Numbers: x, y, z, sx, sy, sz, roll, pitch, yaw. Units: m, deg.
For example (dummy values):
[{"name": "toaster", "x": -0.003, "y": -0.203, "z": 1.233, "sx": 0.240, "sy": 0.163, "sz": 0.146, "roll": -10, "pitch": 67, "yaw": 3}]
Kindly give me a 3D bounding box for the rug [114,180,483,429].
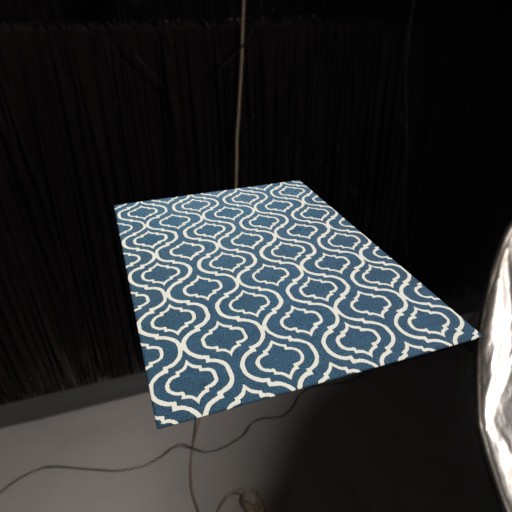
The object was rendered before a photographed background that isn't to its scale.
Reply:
[{"name": "rug", "x": 0.000, "y": 0.000, "z": 4.328, "sx": 2.438, "sy": 0.010, "sz": 3.353, "roll": -10, "pitch": 33, "yaw": -17}]
